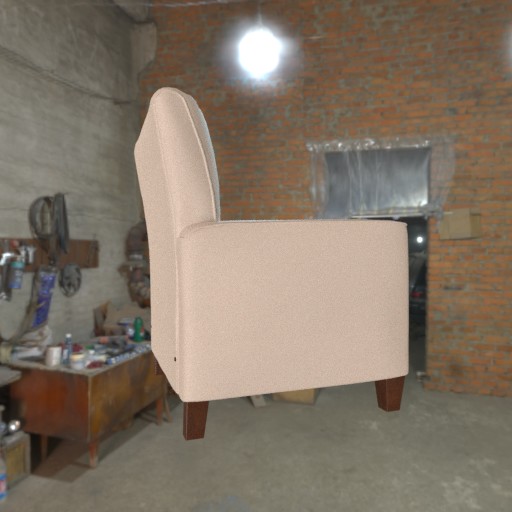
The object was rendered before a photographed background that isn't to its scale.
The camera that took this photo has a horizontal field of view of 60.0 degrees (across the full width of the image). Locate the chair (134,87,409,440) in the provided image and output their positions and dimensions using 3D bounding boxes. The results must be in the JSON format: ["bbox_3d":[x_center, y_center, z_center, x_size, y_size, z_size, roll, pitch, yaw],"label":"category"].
[{"bbox_3d":[0.000,0.000,1.697,0.858,1.028,0.841,0,0,-20],"label":"chair"}]
